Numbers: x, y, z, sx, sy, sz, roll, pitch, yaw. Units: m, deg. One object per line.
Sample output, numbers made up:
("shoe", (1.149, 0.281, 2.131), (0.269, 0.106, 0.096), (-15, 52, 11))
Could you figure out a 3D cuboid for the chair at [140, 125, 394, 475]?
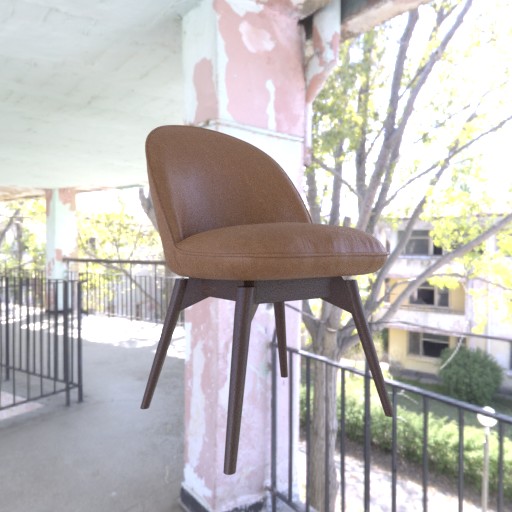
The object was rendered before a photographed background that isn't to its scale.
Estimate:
("chair", (0.000, 0.000, 1.209), (0.521, 0.831, 0.631), (-1, 1, -36))
